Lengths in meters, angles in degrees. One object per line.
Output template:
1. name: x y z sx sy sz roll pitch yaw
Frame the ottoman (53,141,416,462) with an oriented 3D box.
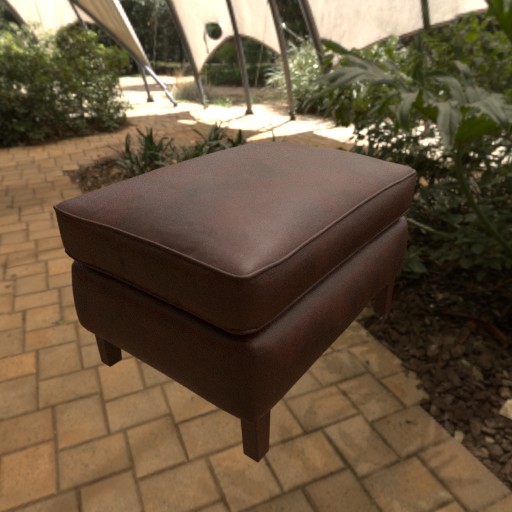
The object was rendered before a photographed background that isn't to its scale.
1. ottoman: 0.000 0.000 0.987 0.501 0.432 0.665 19 32 33
